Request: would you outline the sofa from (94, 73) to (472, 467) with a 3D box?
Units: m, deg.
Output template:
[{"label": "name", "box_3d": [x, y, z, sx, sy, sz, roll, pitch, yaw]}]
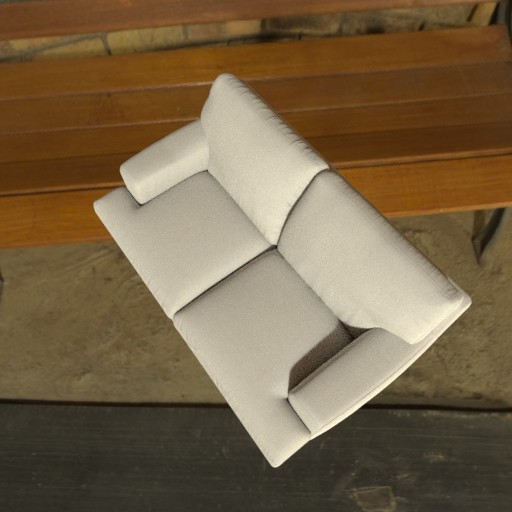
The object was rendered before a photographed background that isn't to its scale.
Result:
[{"label": "sofa", "box_3d": [0.000, 0.000, 2.451, 1.143, 0.940, 1.880, -34, 67, -16]}]
